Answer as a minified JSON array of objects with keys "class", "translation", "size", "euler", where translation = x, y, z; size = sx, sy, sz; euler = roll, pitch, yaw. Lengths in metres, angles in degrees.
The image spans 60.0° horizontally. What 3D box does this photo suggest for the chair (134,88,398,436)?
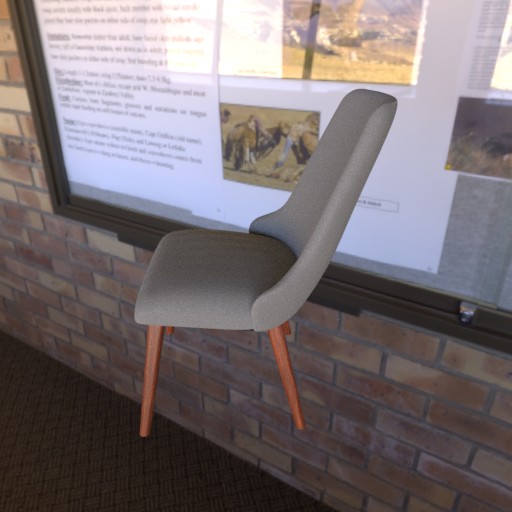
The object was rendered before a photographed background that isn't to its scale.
[{"class":"chair","translation":[0.000,0.000,1.336],"size":[0.707,0.918,0.535],"euler":[0,27,0]}]
